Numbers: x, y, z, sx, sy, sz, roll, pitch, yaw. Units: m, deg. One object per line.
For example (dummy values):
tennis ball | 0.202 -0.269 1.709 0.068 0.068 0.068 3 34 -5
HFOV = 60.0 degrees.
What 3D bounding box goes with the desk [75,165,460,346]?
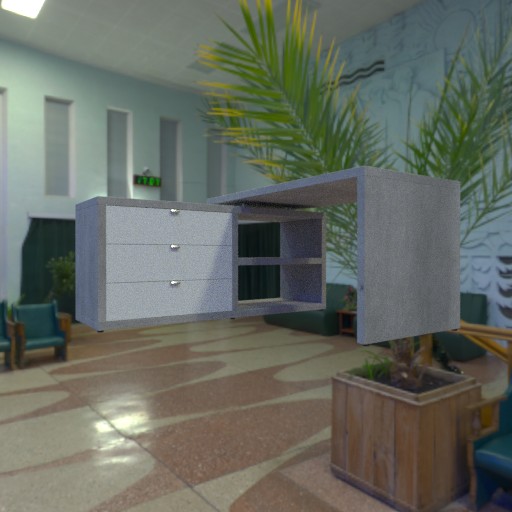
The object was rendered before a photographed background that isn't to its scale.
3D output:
desk | 0.000 0.000 2.349 1.500 0.740 1.400 0 0 -35
